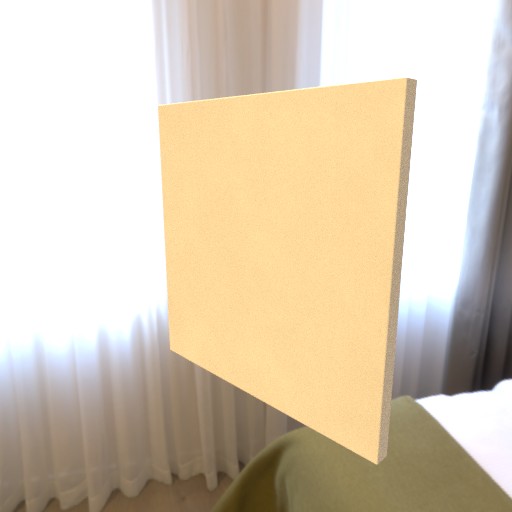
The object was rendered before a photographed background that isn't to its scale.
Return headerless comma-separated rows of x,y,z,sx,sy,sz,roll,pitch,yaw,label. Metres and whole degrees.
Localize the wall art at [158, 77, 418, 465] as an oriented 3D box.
0.000,0.000,1.112,0.040,0.762,0.762,-13,19,-43,wall art
